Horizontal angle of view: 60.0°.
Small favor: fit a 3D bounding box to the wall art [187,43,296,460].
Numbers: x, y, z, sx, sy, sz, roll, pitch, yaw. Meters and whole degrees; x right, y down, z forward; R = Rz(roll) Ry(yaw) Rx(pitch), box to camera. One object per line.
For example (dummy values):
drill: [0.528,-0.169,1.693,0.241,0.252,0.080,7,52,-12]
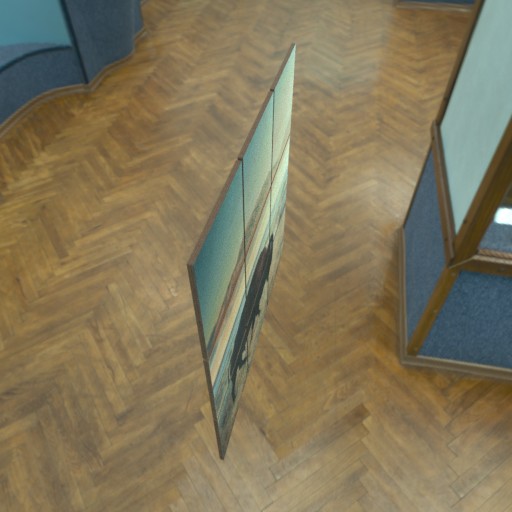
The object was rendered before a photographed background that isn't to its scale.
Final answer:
wall art: [0.000,0.000,1.341,0.018,0.904,0.906,10,48,9]
